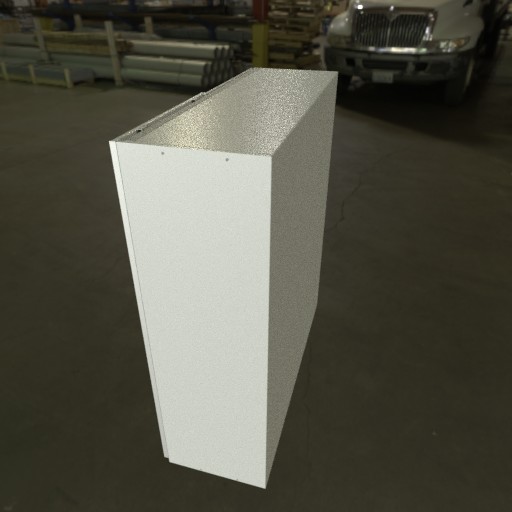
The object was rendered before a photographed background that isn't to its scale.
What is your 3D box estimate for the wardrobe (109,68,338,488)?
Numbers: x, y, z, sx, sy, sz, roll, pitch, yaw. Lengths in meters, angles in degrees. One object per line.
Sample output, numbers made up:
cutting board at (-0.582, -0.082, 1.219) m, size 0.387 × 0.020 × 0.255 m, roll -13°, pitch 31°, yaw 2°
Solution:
wardrobe at (0.000, 0.000, 2.819) m, size 0.629 × 1.960 × 1.780 m, roll 9°, pitch 33°, yaw 14°
